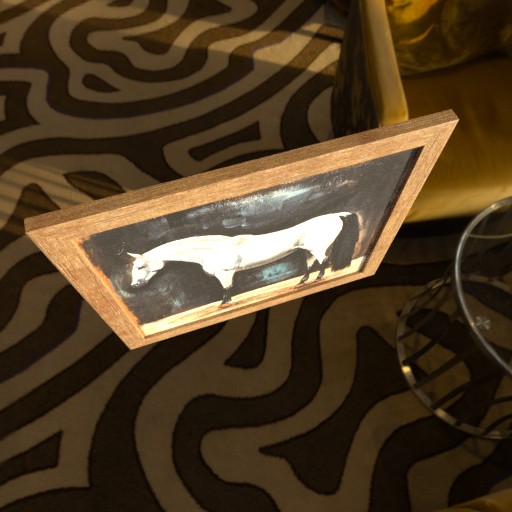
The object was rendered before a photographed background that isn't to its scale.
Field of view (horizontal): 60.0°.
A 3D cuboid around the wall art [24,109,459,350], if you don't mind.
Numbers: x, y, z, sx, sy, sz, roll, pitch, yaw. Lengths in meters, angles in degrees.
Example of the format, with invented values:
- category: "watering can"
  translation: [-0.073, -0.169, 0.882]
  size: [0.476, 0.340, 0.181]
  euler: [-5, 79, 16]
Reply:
- category: "wall art"
  translation: [0.000, 0.000, 0.937]
  size: [0.690, 0.588, 0.026]
  euler: [-16, 63, -8]
